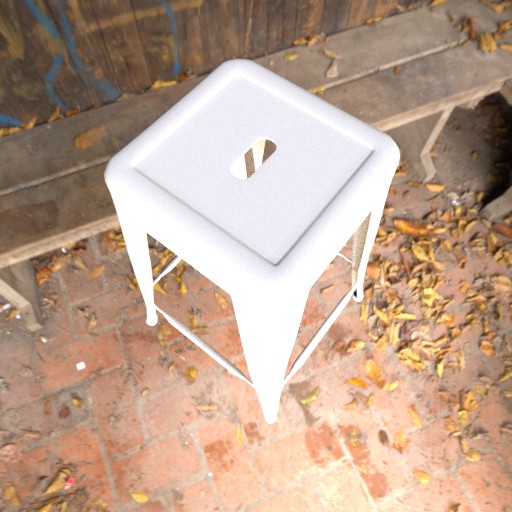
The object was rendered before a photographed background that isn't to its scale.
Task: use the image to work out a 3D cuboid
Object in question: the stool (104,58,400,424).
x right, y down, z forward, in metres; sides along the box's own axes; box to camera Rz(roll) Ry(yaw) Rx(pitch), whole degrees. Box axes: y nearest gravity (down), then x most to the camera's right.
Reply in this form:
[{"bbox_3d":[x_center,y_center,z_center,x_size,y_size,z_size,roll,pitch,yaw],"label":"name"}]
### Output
[{"bbox_3d":[0.000,0.000,0.870,0.406,0.610,0.406,35,68,16],"label":"stool"}]
